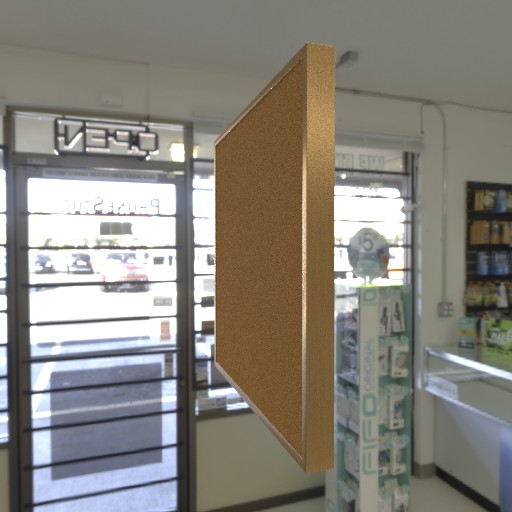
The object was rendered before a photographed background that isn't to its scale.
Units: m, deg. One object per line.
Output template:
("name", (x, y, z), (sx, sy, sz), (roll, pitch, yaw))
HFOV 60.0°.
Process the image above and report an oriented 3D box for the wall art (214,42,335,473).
("wall art", (0.000, 0.000, 0.765), (0.037, 0.505, 0.505), (0, 1, -18))
